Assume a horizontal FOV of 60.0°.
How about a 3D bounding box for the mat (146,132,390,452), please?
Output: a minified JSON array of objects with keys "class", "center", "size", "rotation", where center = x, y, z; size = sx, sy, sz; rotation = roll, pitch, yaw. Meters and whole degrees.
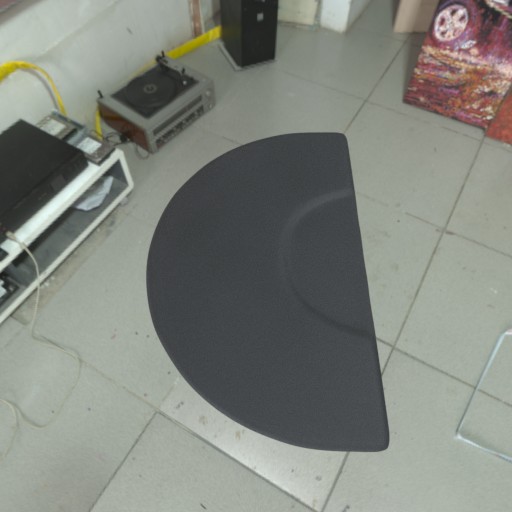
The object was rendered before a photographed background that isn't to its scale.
[{"class":"mat","center":[0.000,0.000,1.873],"size":[0.917,0.016,1.525],"rotation":[0,57,0]}]
